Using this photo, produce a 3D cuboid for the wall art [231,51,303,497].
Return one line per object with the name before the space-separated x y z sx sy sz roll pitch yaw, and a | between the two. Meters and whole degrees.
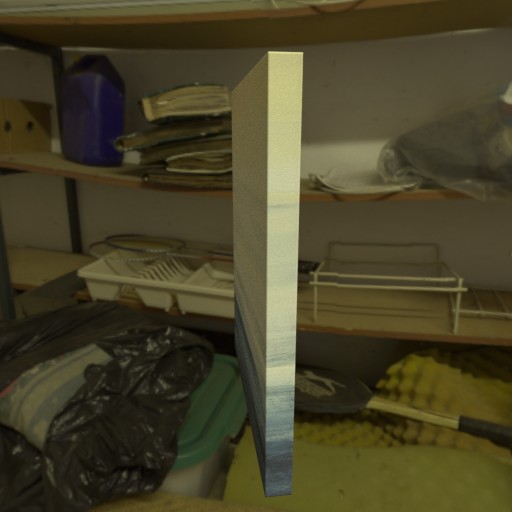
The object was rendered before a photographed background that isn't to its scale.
wall art | 0.000 0.000 0.813 0.040 0.608 0.489 -2 15 -8
